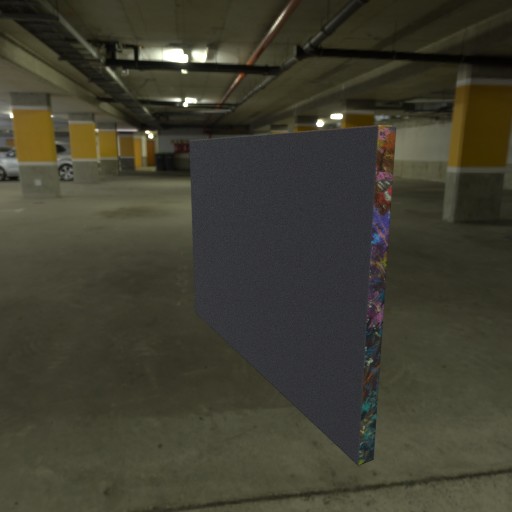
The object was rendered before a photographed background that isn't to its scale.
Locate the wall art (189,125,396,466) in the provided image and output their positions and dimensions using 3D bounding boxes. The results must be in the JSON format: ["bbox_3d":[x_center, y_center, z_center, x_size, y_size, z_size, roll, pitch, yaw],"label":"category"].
[{"bbox_3d":[0.000,0.000,1.153,0.037,0.604,0.908,-6,14,-26],"label":"wall art"}]
